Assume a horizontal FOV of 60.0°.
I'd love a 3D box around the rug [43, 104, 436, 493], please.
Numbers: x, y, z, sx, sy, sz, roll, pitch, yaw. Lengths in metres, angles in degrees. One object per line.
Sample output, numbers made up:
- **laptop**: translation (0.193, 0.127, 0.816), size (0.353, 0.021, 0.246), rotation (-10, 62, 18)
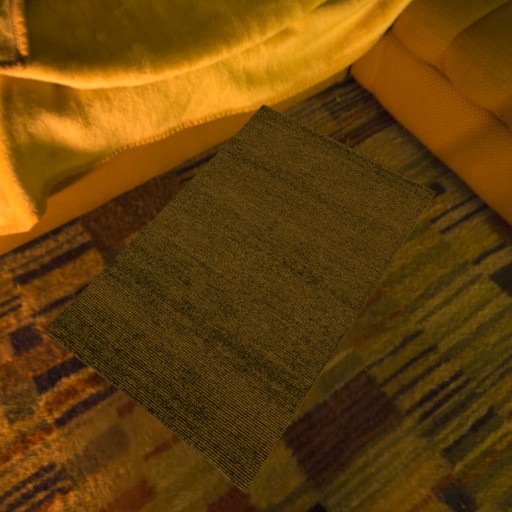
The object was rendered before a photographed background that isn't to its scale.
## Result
- **rug**: translation (0.000, 0.000, 2.217), size (1.145, 0.021, 1.777), rotation (32, 67, 16)
